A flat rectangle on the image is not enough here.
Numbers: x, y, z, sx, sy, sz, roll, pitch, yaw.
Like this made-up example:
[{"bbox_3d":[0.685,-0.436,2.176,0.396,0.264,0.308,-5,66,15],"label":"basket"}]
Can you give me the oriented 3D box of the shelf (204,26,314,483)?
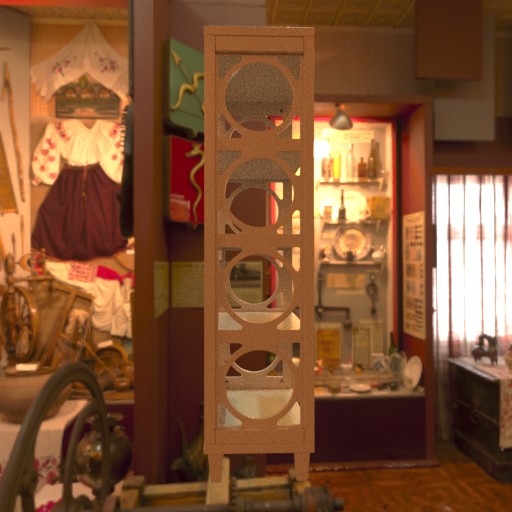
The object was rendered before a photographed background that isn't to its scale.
[{"bbox_3d":[0.000,0.000,1.667,0.340,1.411,0.611,0,0,-2],"label":"shelf"}]
